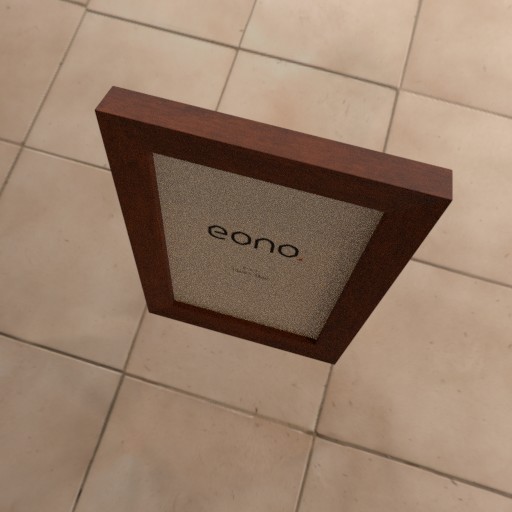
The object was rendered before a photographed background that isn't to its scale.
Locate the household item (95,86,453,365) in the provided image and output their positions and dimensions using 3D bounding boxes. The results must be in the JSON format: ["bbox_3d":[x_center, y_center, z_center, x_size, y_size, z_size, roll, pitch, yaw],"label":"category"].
[{"bbox_3d":[0.000,0.000,0.285,0.160,0.204,0.096,15,76,4],"label":"household item"}]
